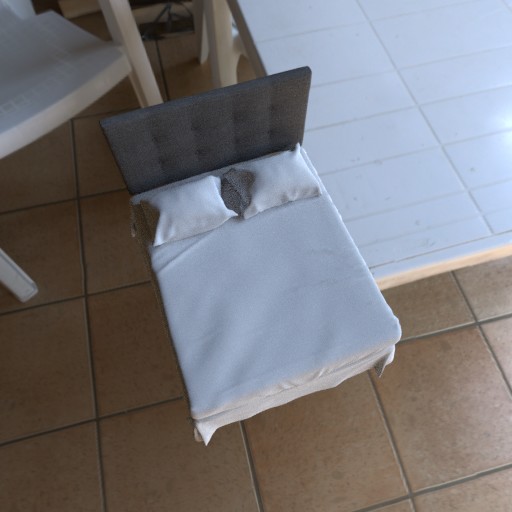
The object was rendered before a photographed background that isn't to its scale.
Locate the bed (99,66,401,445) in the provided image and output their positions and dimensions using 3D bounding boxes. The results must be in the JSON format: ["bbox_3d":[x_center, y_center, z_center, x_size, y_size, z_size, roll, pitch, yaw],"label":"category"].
[{"bbox_3d":[0.000,0.000,3.513,1.936,1.577,2.222,-18,64,-9],"label":"bed"}]
